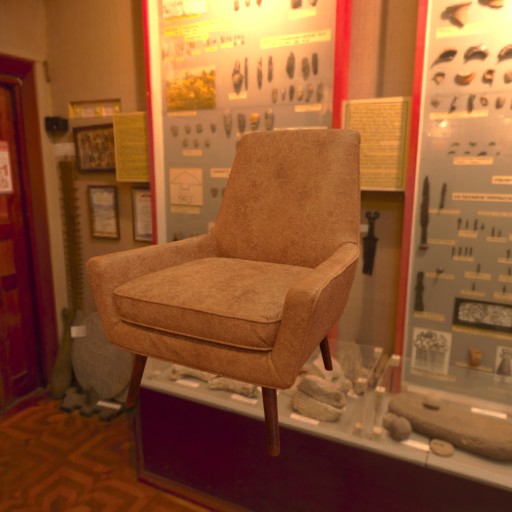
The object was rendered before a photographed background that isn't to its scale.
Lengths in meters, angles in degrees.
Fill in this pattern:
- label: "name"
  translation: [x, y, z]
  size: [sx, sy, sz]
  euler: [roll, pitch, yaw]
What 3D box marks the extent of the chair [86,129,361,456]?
- label: "chair"
  translation: [0.000, 0.000, 1.530]
  size: [0.753, 0.883, 0.851]
  euler: [6, 14, 28]
